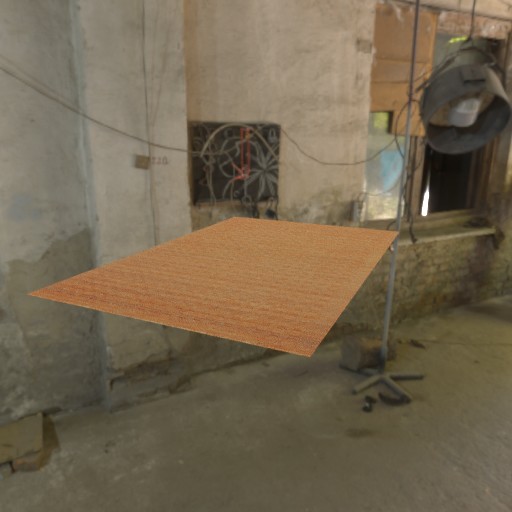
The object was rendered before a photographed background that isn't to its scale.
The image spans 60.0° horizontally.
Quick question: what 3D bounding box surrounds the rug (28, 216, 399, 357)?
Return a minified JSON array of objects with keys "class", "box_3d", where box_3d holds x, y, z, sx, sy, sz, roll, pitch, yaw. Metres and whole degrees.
[{"class":"rug","box_3d":[0.000,0.000,2.963,1.524,0.006,2.285,7,18,24]}]
